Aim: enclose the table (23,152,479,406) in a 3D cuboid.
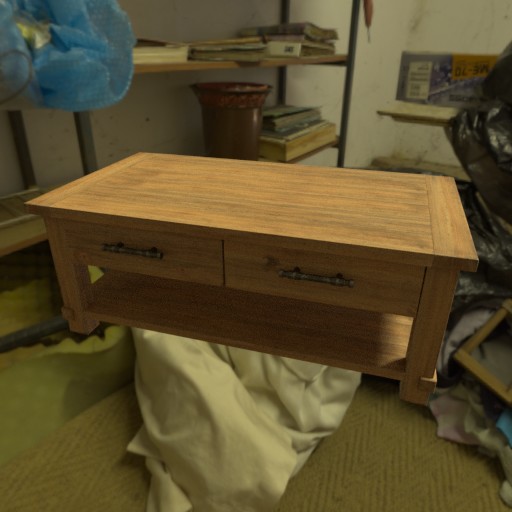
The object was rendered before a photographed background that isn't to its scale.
[{"bbox_3d":[0.000,0.000,1.571,1.270,0.494,0.693,8,28,15],"label":"table"}]
